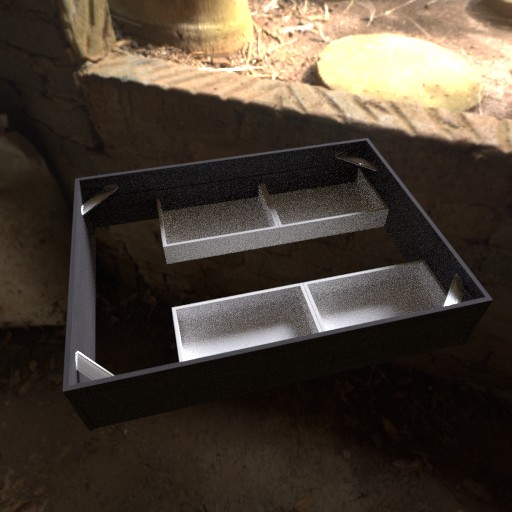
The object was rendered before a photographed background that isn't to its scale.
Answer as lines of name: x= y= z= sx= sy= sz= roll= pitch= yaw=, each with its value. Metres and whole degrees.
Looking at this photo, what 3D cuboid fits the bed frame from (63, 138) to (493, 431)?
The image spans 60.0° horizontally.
bed frame: x=0.000 y=0.000 z=2.555 sx=1.944 sy=0.459 sz=1.448 roll=-10 pitch=47 yaw=-9
